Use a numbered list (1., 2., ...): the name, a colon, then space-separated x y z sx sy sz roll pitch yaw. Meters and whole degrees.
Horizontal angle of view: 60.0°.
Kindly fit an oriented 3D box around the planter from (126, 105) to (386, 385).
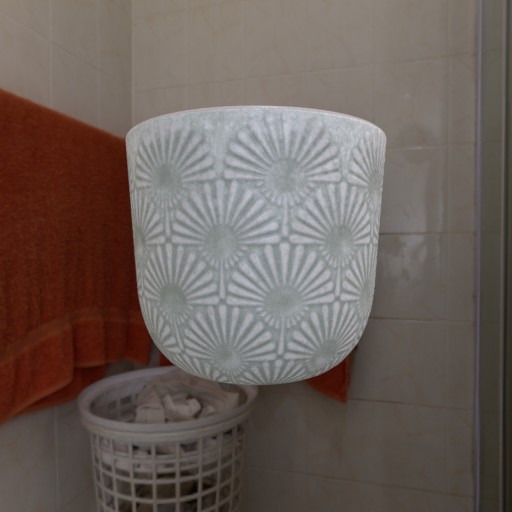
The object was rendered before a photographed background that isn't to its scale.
1. planter: 0.000 0.000 0.302 0.170 0.152 0.170 0 1 0
